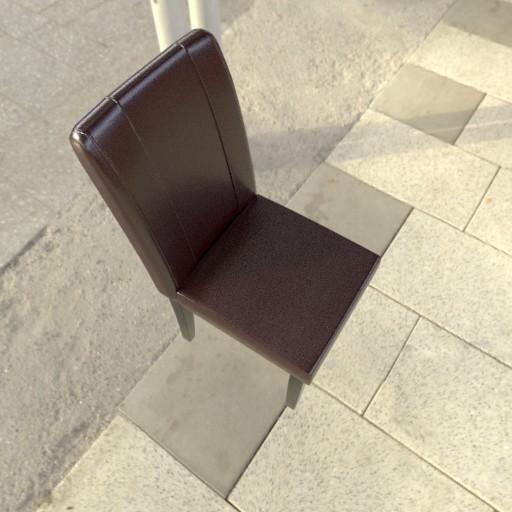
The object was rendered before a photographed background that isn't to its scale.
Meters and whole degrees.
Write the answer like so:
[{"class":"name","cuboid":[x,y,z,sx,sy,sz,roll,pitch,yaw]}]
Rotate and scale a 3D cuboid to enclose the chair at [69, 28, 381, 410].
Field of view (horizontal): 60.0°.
[{"class":"chair","cuboid":[0.000,0.000,1.156,0.556,0.897,0.399,29,63,16]}]
